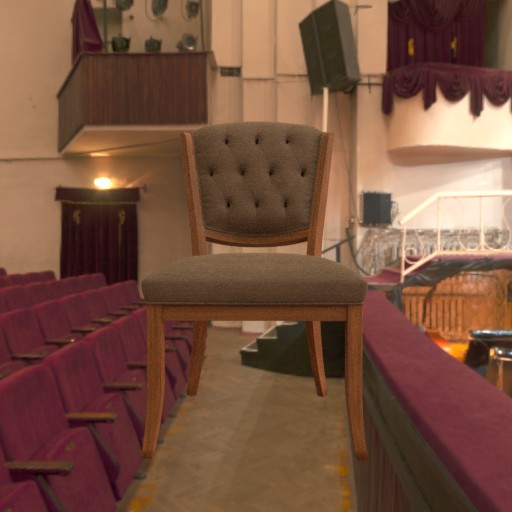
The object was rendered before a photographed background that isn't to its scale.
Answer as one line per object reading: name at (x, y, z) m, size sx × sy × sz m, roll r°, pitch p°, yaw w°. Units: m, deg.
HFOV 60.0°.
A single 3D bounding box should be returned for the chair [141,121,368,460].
chair at (0.000, 0.000, 1.269) m, size 0.513 × 0.905 × 0.584 m, roll 0°, pitch 1°, yaw 1°
